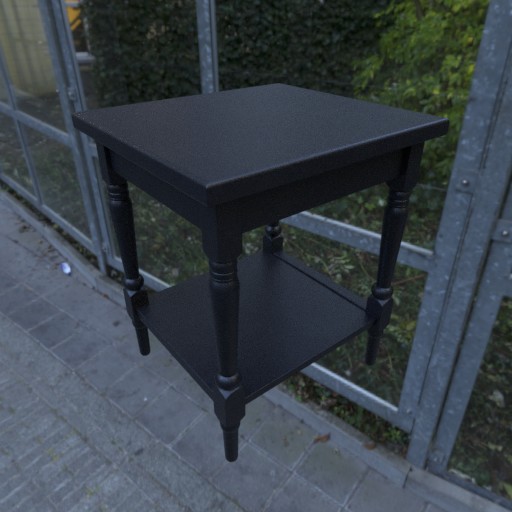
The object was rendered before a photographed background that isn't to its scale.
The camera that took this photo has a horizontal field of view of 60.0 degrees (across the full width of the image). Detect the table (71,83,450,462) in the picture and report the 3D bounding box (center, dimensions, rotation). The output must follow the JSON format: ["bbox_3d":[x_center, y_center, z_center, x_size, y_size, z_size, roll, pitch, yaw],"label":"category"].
[{"bbox_3d":[0.000,0.000,0.909,0.488,0.565,0.442,-22,37,-32],"label":"table"}]
